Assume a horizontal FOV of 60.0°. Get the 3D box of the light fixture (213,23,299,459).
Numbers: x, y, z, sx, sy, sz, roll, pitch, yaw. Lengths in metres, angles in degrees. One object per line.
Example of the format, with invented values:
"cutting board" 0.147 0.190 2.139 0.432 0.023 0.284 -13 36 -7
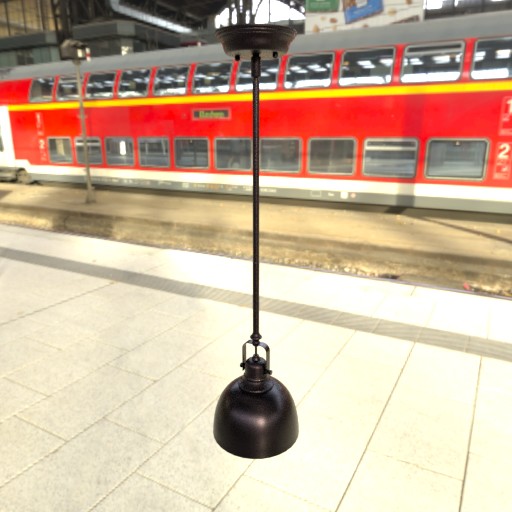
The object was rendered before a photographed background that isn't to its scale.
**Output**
"light fixture" 0.000 0.000 0.840 0.182 0.768 0.182 8 17 26
